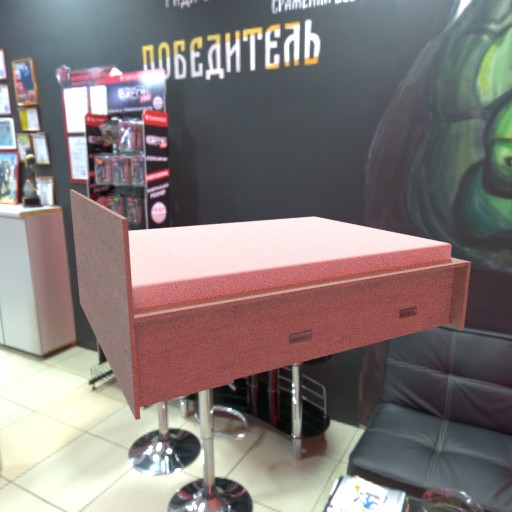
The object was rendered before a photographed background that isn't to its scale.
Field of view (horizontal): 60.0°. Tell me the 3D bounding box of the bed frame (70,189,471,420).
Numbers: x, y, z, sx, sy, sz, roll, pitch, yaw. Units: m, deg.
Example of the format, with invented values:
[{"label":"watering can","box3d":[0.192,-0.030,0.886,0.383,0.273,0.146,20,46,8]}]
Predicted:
[{"label":"bed frame","box3d":[0.000,0.000,2.816,1.960,0.800,1.622,-7,14,-28]}]
